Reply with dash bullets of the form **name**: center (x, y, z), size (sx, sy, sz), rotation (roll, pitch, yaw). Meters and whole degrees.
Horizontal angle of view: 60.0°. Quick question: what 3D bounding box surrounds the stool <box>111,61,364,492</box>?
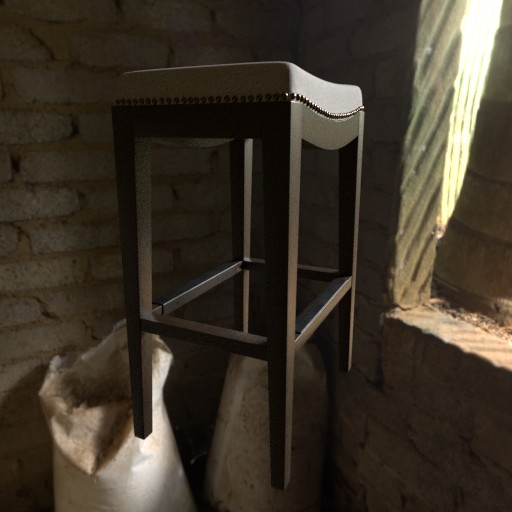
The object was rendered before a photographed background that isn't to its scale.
- **stool**: center (0.000, 0.000, 1.017), size (0.358, 0.759, 0.498), rotation (8, 18, 25)
